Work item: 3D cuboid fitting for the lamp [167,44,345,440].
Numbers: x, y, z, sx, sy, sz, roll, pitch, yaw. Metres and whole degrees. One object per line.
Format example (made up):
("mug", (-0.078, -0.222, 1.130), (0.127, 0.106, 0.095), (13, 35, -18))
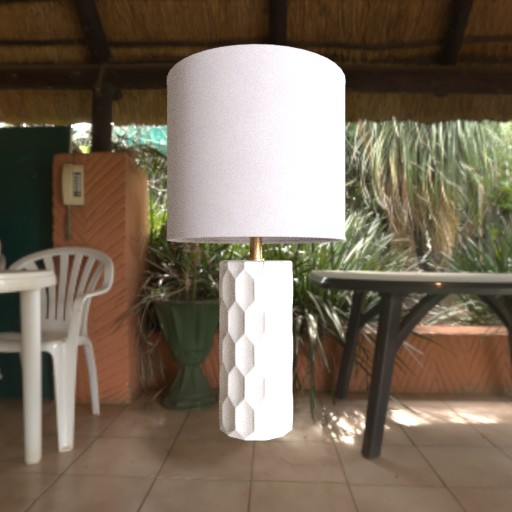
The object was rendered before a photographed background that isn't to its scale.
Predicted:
("lamp", (0.000, 0.000, 0.699), (0.277, 0.537, 0.277), (0, 0, 1))
